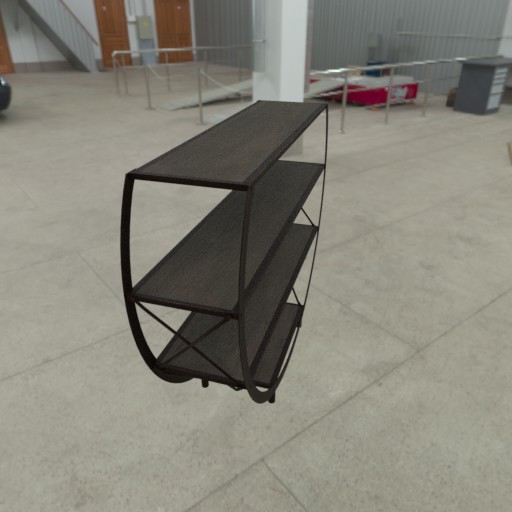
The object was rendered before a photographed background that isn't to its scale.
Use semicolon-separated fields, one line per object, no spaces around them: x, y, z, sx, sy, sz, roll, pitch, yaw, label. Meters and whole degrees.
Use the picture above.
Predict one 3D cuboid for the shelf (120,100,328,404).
0.000;0.000;1.876;0.344;1.063;1.403;8;30;15;shelf
